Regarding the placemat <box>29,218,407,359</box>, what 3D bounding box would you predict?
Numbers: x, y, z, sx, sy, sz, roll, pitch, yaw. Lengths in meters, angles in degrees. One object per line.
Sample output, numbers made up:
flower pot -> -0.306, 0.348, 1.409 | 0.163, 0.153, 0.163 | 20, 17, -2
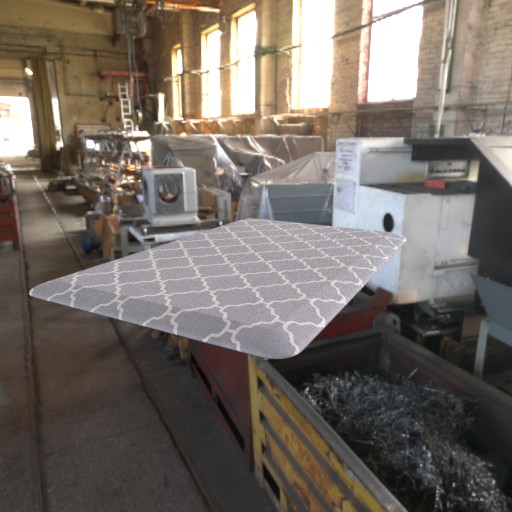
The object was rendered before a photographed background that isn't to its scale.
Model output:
placemat -> 0.000, 0.000, 0.962 | 0.508, 0.021, 0.762 | 8, 17, 28
